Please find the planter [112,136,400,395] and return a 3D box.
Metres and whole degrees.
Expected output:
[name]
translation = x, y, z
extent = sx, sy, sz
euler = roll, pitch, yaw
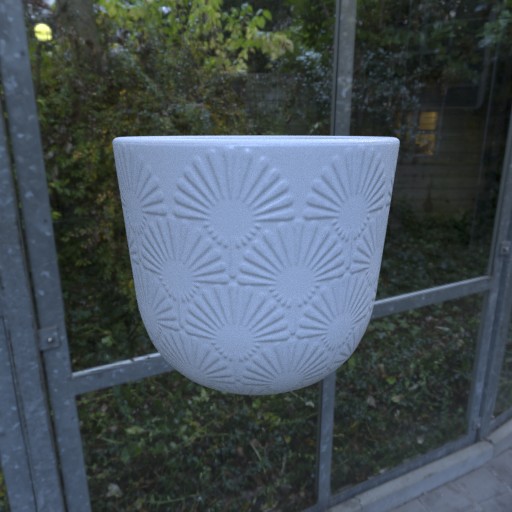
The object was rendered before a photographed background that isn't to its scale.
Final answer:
[planter]
translation = 0.000, 0.000, 0.294
extent = 0.170, 0.152, 0.170
euler = 0, 16, 0
